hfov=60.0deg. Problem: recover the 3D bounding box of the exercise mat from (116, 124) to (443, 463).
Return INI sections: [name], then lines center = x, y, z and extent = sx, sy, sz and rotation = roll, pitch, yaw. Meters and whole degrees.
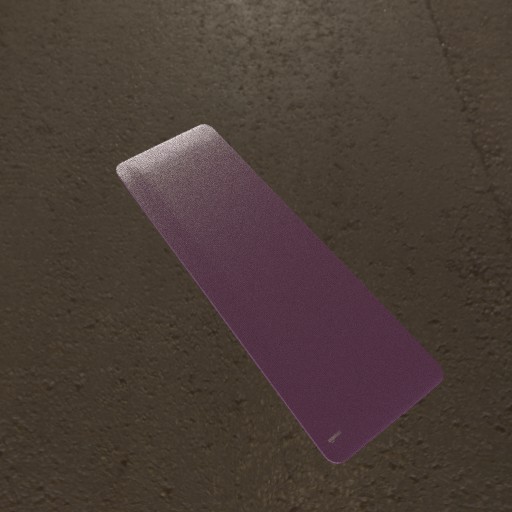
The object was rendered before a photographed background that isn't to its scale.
[exercise mat]
center = 0.000, 0.000, 2.134
extent = 0.616, 0.021, 1.869
rotation = -31, 63, -18
